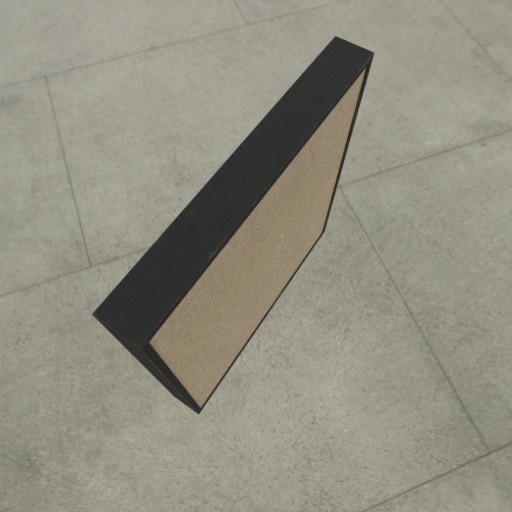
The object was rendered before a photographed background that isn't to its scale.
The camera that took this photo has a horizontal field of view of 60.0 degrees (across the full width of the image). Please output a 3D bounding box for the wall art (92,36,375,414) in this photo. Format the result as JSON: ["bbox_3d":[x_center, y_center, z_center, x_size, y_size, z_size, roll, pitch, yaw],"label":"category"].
[{"bbox_3d":[0.000,0.000,0.459,0.038,0.305,0.305,31,67,14],"label":"wall art"}]
